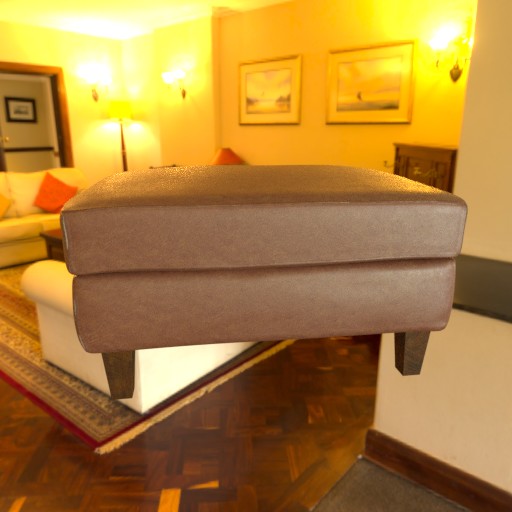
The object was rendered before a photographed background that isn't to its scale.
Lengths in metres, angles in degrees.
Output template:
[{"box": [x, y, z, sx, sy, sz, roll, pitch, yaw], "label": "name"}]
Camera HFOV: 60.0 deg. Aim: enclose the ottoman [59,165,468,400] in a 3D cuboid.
[{"box": [0.000, 0.000, 1.224, 0.851, 0.485, 0.650, -2, 16, -8], "label": "ottoman"}]
